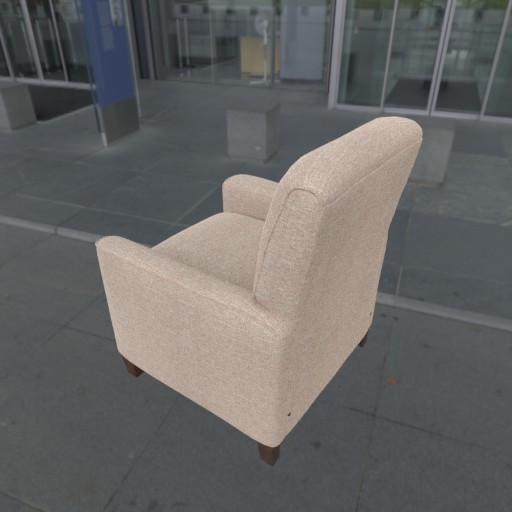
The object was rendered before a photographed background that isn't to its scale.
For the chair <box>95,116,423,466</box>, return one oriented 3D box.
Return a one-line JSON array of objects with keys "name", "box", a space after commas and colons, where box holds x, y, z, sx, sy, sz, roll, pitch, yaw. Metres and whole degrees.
[{"name": "chair", "box": [0.000, 0.000, 1.631, 0.858, 1.028, 0.841, 21, 37, 30]}]
